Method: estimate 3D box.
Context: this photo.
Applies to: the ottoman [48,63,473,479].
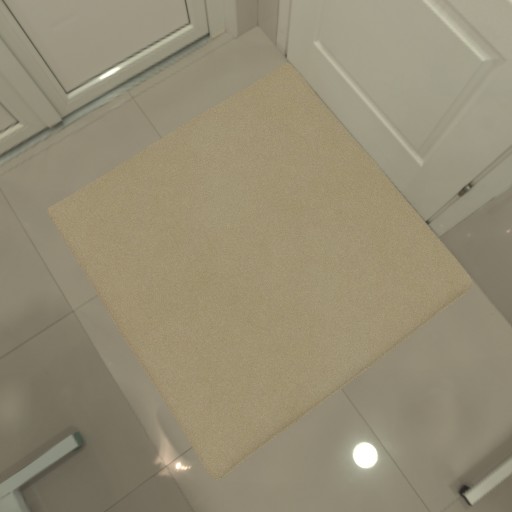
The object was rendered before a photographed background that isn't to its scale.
[{"bbox_3d":[0.000,0.000,1.828,1.190,0.522,1.205,-34,78,-8],"label":"ottoman"}]
